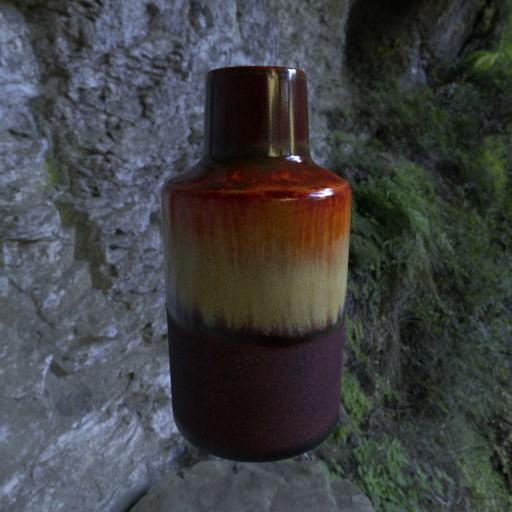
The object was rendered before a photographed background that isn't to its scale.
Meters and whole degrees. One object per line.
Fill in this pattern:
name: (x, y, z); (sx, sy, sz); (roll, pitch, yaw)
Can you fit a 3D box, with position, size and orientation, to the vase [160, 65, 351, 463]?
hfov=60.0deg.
vase: (0.000, 0.000, 0.264); (0.108, 0.204, 0.108); (0, 15, 0)
